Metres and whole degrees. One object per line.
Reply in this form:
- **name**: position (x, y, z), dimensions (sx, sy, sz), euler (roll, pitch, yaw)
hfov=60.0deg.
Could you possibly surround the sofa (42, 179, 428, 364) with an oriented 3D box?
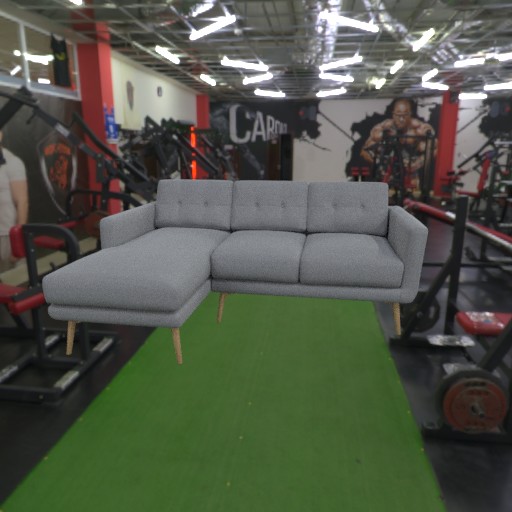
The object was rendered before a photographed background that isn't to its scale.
- **sofa**: position (0.000, 0.000, 2.861), dimensions (2.040, 0.860, 1.530), euler (2, 14, 9)
